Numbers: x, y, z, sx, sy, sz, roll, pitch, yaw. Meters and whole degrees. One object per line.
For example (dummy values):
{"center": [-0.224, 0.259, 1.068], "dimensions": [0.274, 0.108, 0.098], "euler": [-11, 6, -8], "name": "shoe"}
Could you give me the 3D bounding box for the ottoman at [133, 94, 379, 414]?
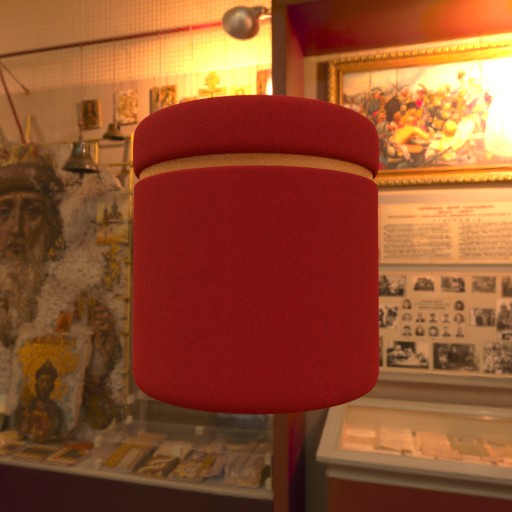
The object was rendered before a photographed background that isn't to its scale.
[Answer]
{"center": [0.000, 0.000, 0.742], "dimensions": [0.400, 0.406, 0.400], "euler": [0, -1, 0], "name": "ottoman"}
